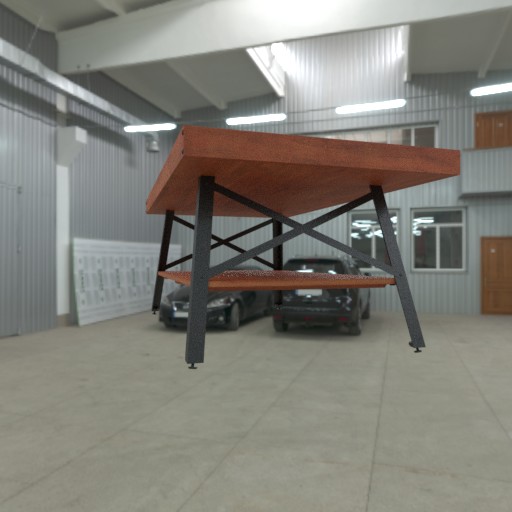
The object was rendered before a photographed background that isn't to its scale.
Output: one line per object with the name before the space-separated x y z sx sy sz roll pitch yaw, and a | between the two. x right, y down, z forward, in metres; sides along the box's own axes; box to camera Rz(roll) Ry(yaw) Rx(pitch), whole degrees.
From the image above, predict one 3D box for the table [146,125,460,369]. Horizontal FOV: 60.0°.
table | 0.000 0.000 1.389 0.610 0.457 1.067 0 -1 -17
